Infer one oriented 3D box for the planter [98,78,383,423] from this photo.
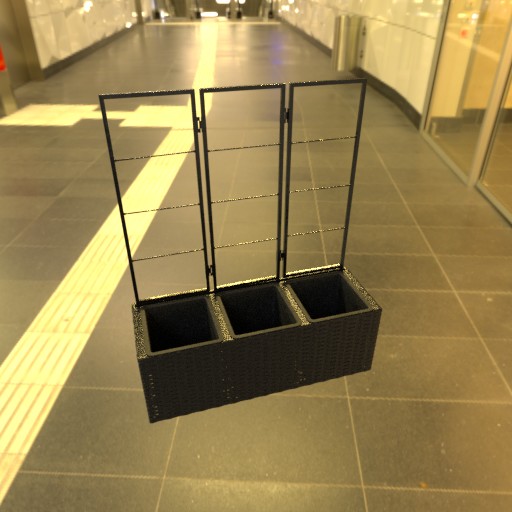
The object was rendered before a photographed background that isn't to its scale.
[{"bbox_3d":[0.000,0.000,1.204,0.698,0.841,0.244,-9,33,-14],"label":"planter"}]
